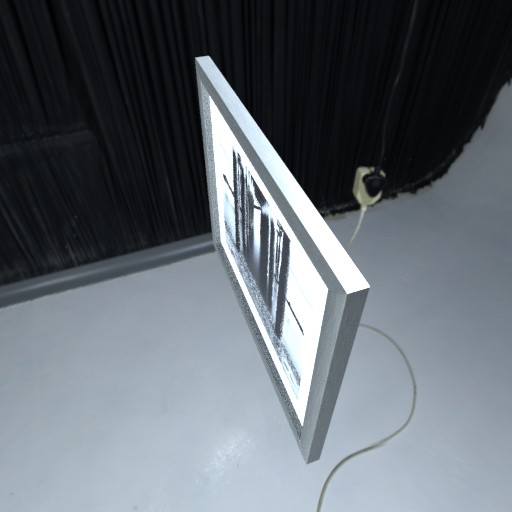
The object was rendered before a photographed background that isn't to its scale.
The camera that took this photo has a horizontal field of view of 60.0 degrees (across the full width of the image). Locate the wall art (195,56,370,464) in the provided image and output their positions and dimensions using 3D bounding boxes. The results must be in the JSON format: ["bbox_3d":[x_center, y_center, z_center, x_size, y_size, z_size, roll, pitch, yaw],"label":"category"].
[{"bbox_3d":[0.000,0.000,0.758,0.028,0.457,0.556,-15,48,-14],"label":"wall art"}]
